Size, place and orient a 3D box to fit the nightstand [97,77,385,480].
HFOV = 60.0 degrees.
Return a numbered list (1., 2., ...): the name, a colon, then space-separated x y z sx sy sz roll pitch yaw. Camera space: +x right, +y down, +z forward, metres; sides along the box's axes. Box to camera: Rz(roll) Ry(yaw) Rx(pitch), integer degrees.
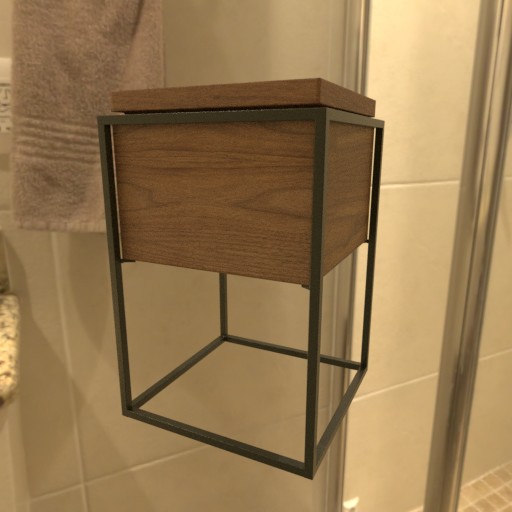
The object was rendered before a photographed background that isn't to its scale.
1. nightstand: 0.000 0.000 0.891 0.397 0.607 0.397 7 16 25
